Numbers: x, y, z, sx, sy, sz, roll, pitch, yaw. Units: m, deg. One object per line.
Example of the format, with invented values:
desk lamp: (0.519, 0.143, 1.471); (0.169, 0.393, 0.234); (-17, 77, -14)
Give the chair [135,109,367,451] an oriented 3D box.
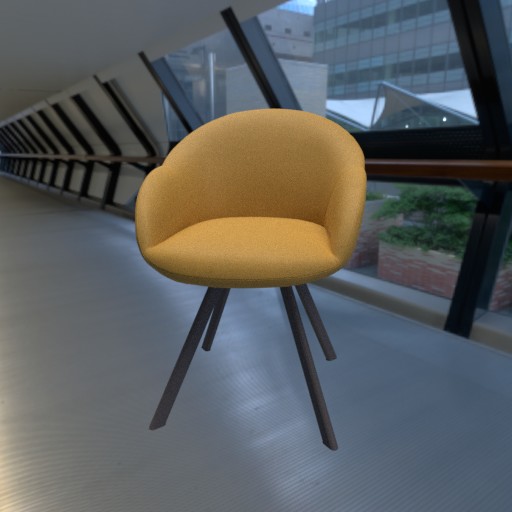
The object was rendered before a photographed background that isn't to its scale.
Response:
chair: (0.000, 0.000, 1.190); (0.551, 0.793, 0.583); (2, 14, 9)
